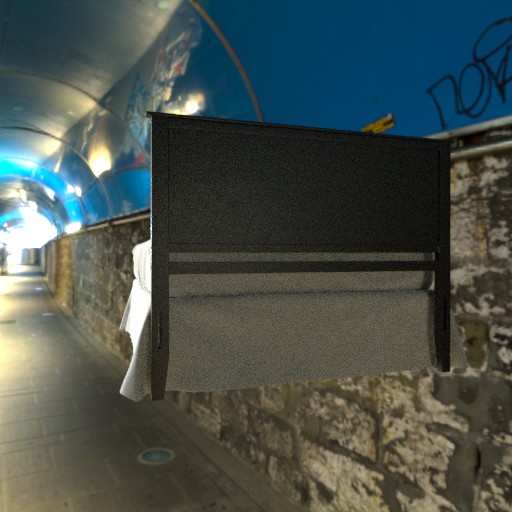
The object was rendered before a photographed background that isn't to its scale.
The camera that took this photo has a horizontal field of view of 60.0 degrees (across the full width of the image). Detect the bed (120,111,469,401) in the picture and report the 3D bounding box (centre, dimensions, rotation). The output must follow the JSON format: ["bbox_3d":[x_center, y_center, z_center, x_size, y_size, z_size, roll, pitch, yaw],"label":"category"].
[{"bbox_3d":[0.000,0.000,3.146,1.870,1.270,2.050,0,0,-18],"label":"bed"}]
